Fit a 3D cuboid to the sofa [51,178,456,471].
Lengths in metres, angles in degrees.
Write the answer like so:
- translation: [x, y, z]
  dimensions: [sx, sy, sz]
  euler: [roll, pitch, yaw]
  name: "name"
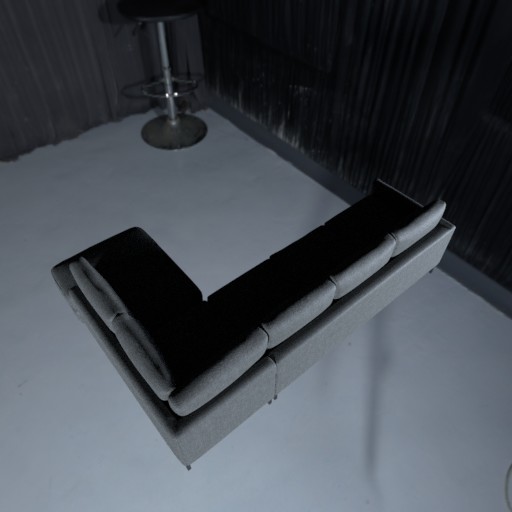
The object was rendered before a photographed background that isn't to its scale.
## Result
- translation: [0.000, 0.000, 3.912]
  dimensions: [2.972, 0.858, 1.984]
  euler: [-32, 55, -25]
  name: "sofa"
